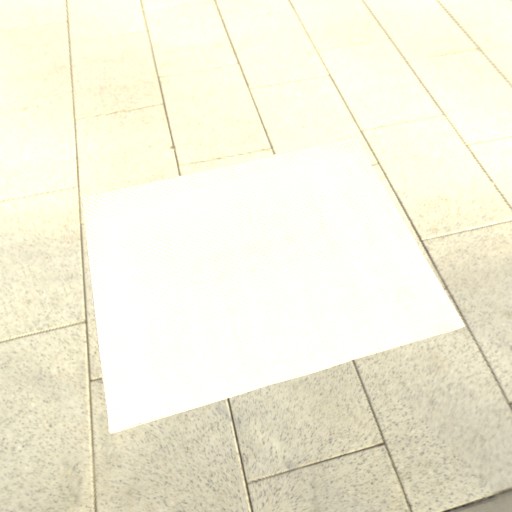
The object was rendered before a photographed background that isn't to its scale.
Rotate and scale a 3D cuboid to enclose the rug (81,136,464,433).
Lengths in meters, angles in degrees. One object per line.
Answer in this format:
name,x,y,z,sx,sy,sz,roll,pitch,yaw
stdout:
rug,0.000,0.000,3.975,2.897,0.035,2.277,-14,59,-9
